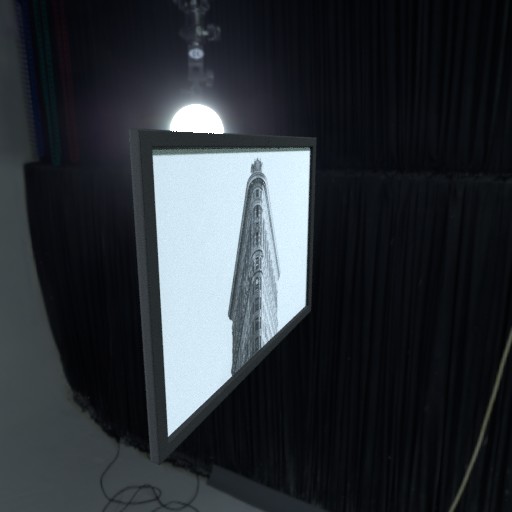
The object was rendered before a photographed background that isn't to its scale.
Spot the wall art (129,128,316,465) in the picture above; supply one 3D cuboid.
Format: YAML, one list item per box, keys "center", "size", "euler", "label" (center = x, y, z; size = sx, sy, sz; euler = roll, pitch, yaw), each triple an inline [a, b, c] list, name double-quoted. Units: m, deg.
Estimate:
- center: [0.000, 0.000, 1.251]
  size: [0.049, 0.659, 0.964]
  euler: [7, 16, 26]
  label: "wall art"
